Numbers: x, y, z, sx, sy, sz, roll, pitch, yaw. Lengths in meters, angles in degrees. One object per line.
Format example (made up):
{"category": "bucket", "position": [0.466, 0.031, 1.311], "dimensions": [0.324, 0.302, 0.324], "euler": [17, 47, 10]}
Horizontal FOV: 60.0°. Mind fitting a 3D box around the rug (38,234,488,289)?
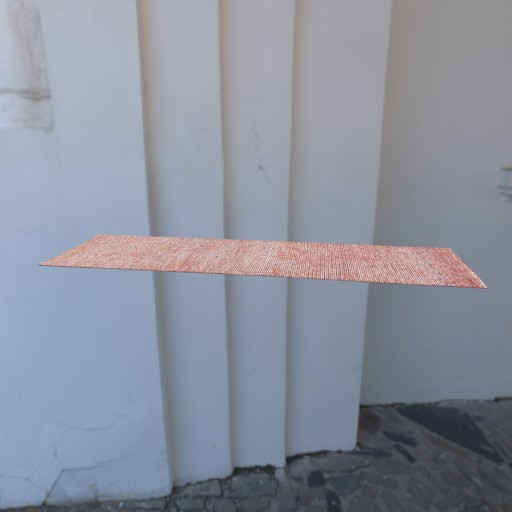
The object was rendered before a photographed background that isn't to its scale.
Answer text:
{"category": "rug", "position": [0.000, 0.000, 2.608], "dimensions": [2.353, 0.013, 0.718], "euler": [3, 17, 9]}
